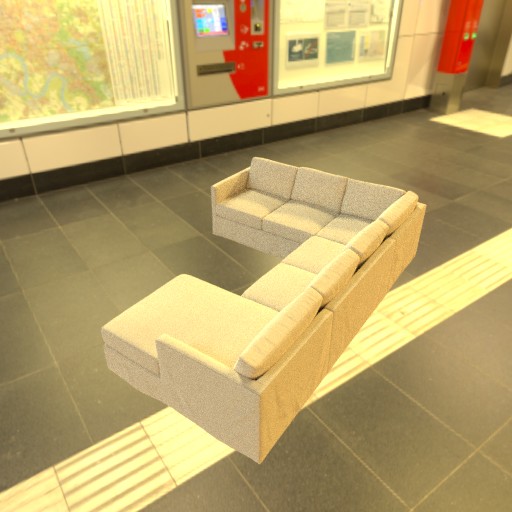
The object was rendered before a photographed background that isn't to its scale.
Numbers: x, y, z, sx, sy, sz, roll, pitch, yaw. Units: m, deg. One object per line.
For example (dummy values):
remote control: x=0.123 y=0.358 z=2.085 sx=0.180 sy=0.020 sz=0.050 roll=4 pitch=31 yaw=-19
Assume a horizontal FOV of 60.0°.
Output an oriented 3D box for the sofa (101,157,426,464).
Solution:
sofa: x=0.000 y=0.000 z=4.629 sx=2.427 sy=0.882 sz=3.460 roll=20 pitch=36 yaw=29
